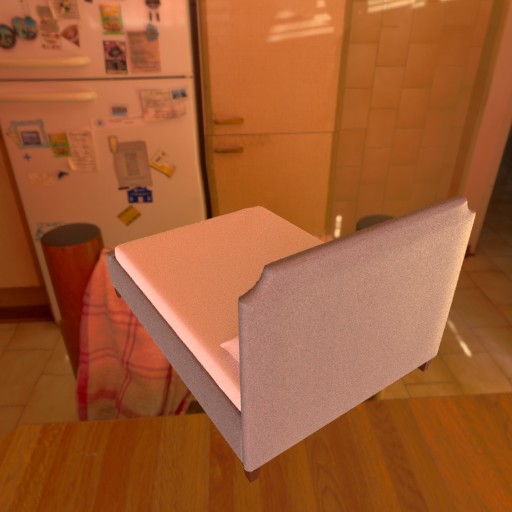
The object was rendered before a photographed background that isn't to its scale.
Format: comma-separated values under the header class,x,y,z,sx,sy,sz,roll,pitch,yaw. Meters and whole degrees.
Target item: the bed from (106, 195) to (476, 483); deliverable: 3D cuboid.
class,x,y,z,sx,sy,sz,roll,pitch,yaw
bed,0.000,0.000,3.420,1.712,1.443,2.372,-19,35,-29
